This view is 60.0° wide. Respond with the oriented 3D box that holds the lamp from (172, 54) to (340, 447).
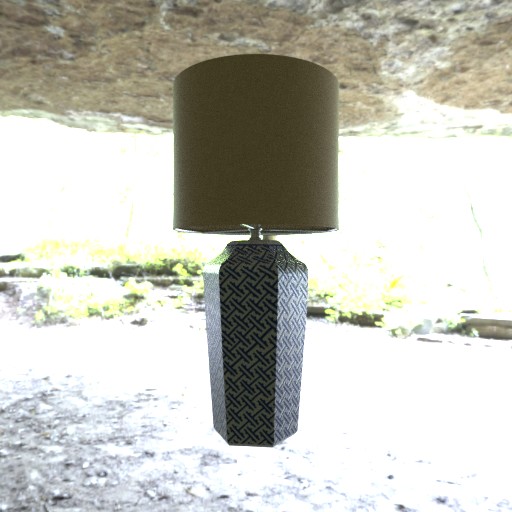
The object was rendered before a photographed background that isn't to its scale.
[{"bbox_3d":[0.000,0.000,0.862,0.320,0.682,0.320,0,-1,-19],"label":"lamp"}]
